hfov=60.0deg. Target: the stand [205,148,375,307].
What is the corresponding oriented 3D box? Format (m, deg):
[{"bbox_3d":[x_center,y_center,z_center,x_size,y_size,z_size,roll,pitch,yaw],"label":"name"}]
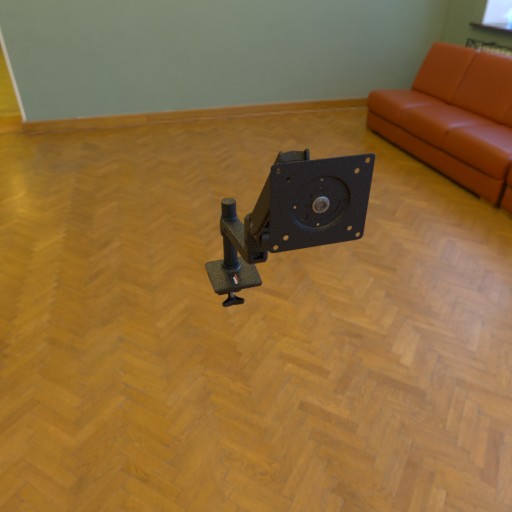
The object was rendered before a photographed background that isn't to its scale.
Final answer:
[{"bbox_3d":[0.000,0.000,1.029,0.152,0.713,0.650,-9,35,-14],"label":"stand"}]
